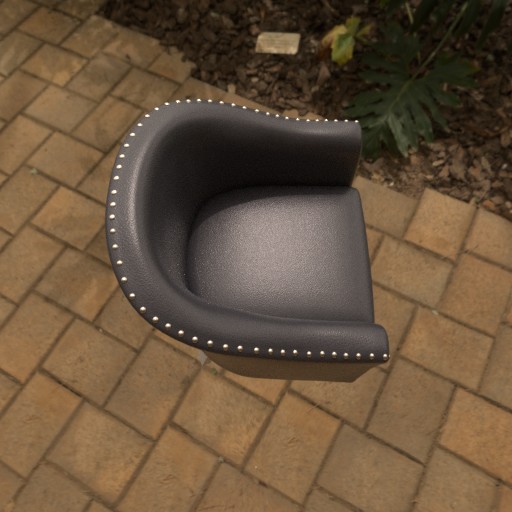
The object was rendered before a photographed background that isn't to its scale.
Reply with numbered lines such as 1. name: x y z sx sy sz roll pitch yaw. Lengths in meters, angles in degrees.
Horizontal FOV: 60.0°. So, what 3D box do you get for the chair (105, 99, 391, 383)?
1. chair: 0.000 0.000 1.477 0.748 0.823 0.794 0 65 0
